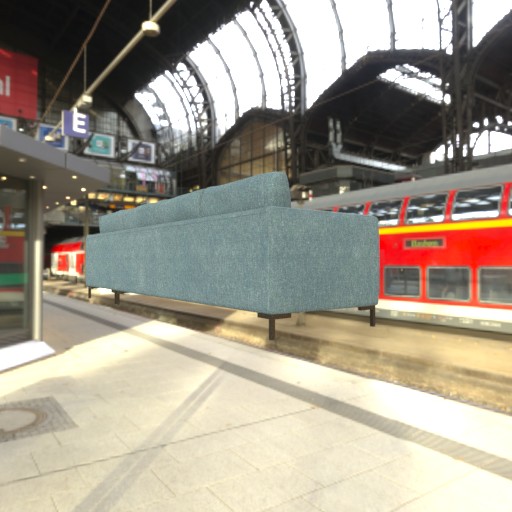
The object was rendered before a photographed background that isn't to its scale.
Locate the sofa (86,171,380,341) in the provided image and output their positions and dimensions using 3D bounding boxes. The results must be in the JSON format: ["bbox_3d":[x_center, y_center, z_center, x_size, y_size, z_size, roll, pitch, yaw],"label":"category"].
[{"bbox_3d":[0.000,0.000,3.762,2.007,0.815,2.949,0,-1,-37],"label":"sofa"}]
